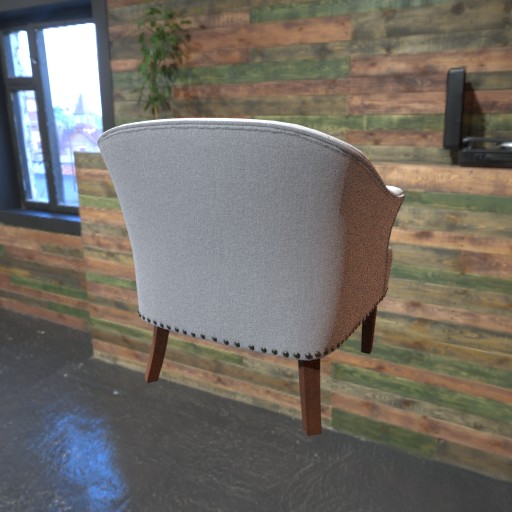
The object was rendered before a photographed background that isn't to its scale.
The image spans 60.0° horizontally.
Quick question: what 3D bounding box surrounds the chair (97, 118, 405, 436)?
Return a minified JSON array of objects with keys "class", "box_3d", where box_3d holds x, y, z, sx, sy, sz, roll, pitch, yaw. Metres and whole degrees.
[{"class":"chair","box_3d":[0.000,0.000,1.395,0.798,0.815,0.704,8,18,27]}]
